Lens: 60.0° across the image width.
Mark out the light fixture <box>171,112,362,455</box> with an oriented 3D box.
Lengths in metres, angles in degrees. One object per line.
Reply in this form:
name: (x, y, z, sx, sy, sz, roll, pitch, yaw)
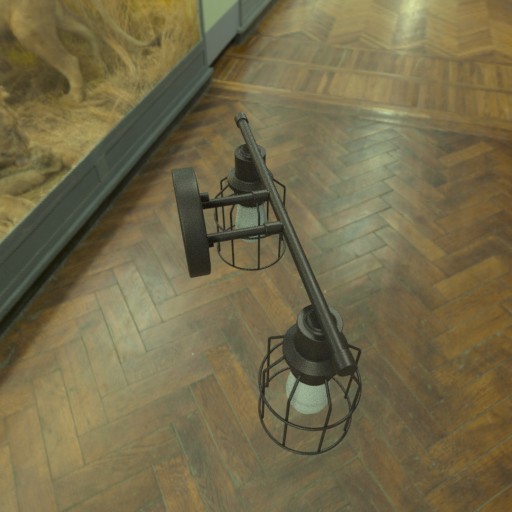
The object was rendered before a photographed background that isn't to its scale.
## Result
light fixture: (0.000, 0.000, 0.535, 0.165, 0.254, 0.406, -10, 47, -9)
